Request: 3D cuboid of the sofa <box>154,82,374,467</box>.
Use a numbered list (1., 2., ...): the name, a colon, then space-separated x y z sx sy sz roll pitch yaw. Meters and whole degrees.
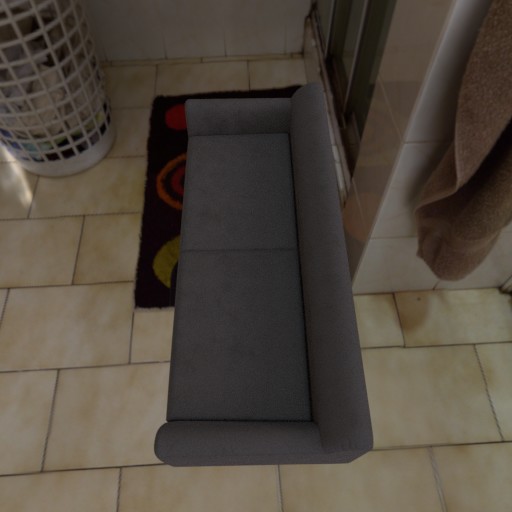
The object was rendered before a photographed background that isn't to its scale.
1. sofa: 0.000 0.000 2.580 0.900 0.740 2.190 -1 59 -1
